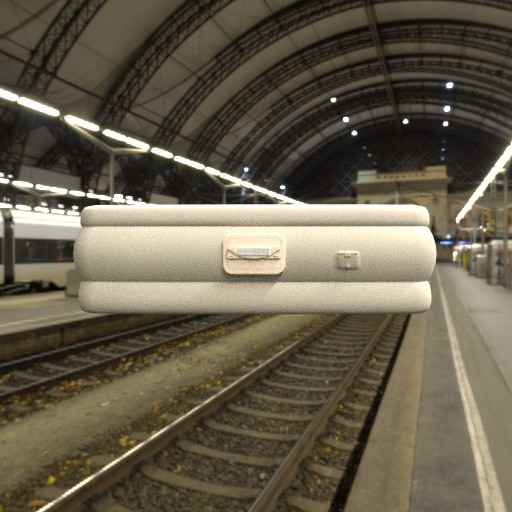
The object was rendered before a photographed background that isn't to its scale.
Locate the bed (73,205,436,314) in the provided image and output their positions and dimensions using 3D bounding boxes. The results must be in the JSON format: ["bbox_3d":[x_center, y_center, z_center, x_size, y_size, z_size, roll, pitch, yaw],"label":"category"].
[{"bbox_3d":[0.000,0.000,2.705,1.520,0.460,2.036,0,0,0],"label":"bed"}]
